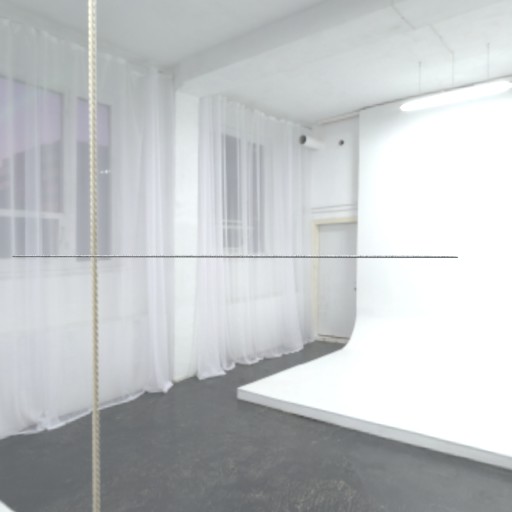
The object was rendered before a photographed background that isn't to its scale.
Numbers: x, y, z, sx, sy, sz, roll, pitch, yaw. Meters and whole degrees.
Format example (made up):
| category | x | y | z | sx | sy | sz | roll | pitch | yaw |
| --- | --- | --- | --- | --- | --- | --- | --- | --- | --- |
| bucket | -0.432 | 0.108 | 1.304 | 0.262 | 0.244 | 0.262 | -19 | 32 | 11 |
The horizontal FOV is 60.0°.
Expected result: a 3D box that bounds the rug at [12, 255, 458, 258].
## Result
| category | x | y | z | sx | sy | sz | roll | pitch | yaw |
| --- | --- | --- | --- | --- | --- | --- | --- | --- | --- |
| rug | 0.000 | 0.000 | 3.979 | 3.048 | 0.012 | 2.438 | 0 | 0 | 18 |
